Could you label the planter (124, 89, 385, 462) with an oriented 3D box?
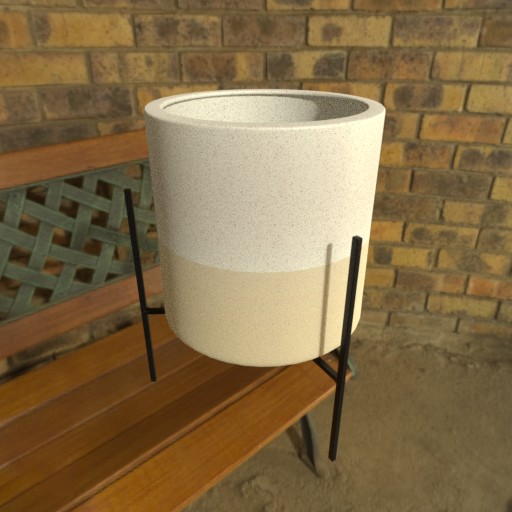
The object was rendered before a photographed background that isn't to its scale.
[{"bbox_3d":[0.000,0.000,0.541,0.263,0.362,0.267,8,28,15],"label":"planter"}]
